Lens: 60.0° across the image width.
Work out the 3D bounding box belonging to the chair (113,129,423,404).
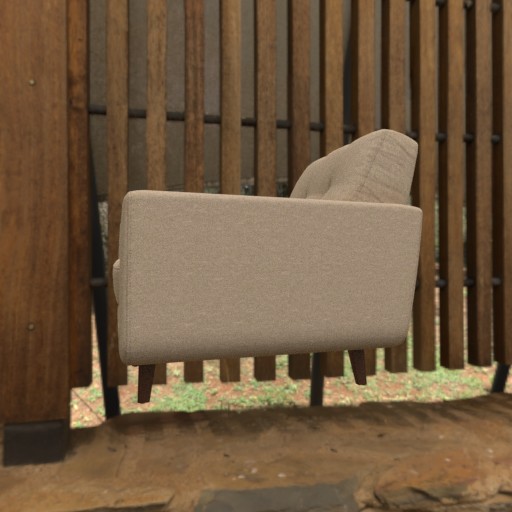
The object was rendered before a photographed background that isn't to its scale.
[{"bbox_3d":[0.000,0.000,1.835,1.128,0.965,0.897,0,-1,-17],"label":"chair"}]
